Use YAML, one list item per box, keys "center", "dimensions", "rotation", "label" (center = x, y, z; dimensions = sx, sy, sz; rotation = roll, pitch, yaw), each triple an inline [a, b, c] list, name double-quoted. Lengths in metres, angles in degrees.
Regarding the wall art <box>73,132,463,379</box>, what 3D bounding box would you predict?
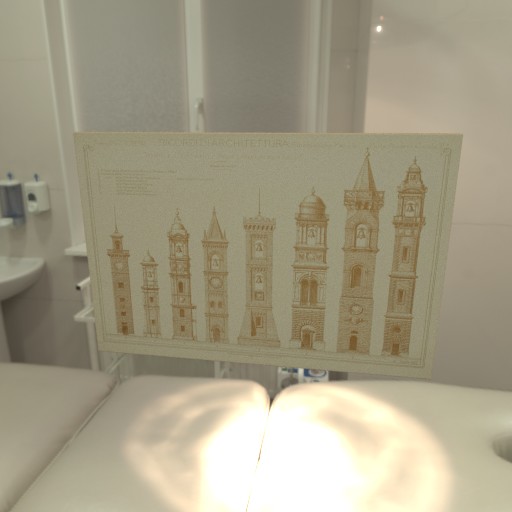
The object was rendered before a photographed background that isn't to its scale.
- center: [0.000, 0.000, 1.134]
  dimensions: [0.915, 0.608, 0.033]
  rotation: [3, 17, 9]
  label: "wall art"
